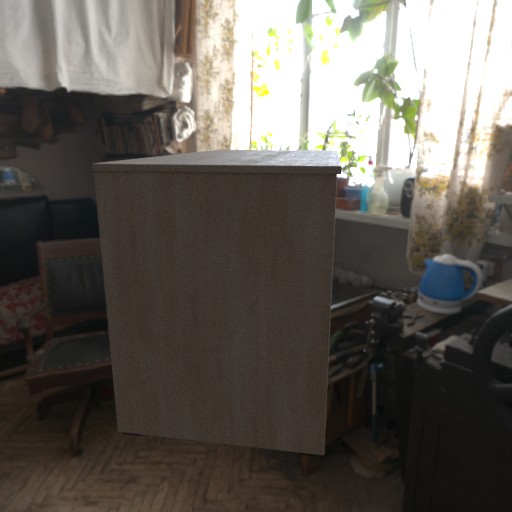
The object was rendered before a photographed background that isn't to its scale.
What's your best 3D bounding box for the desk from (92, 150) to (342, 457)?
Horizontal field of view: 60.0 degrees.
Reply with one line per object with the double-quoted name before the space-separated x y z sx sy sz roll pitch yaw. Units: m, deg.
"desk" 0.000 0.000 1.728 0.600 0.770 1.251 3 15 9
